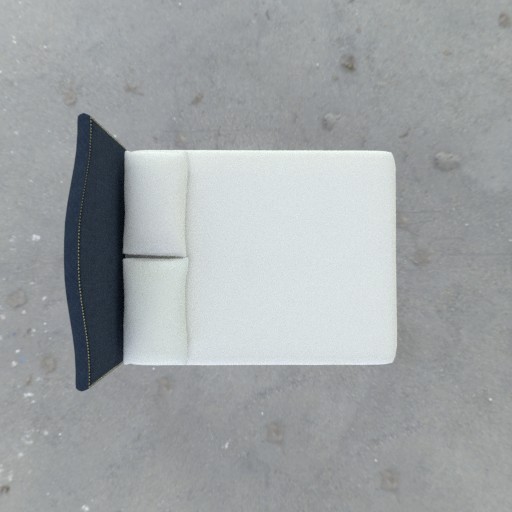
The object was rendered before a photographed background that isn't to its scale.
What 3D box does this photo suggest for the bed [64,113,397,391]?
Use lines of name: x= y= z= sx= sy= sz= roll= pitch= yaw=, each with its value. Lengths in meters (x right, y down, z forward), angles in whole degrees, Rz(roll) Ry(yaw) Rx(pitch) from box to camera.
bed: x=0.000 y=0.000 z=3.183 sx=2.153 sy=1.518 sz=1.725 roll=0 pitch=89 yaw=-1
